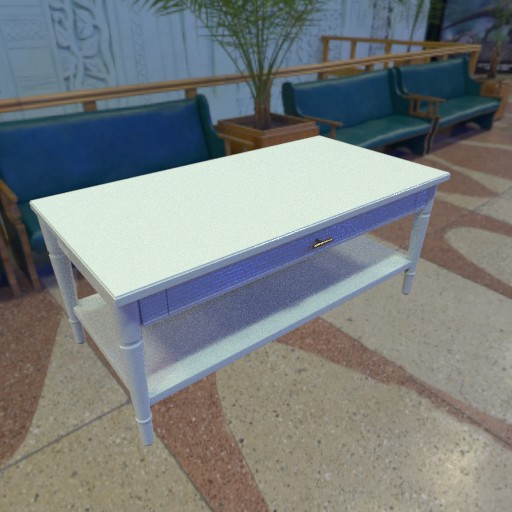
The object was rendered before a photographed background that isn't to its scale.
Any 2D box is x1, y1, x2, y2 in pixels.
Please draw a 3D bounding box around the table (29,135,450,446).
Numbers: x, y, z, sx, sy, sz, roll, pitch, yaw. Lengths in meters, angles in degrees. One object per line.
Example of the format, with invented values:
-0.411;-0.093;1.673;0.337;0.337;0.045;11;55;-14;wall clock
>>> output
0.000;0.000;1.364;1.067;0.457;0.559;-21;36;-32;table
